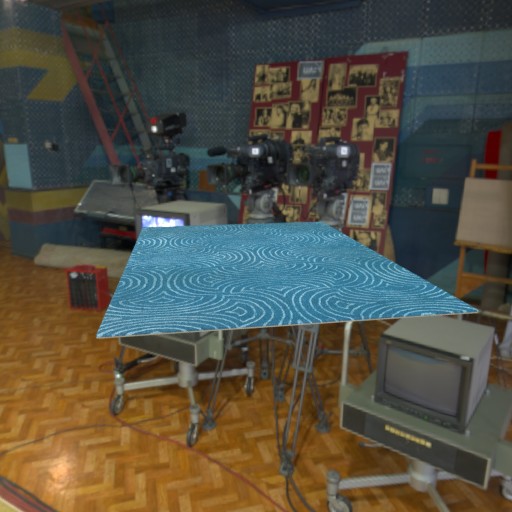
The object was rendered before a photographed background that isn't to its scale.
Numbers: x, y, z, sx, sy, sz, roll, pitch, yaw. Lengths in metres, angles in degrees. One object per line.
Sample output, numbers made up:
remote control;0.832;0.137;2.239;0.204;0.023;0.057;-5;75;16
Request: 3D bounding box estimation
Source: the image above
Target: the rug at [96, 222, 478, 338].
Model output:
rug;0.000;0.000;2.765;1.543;0.015;2.144;-2;15;-9
